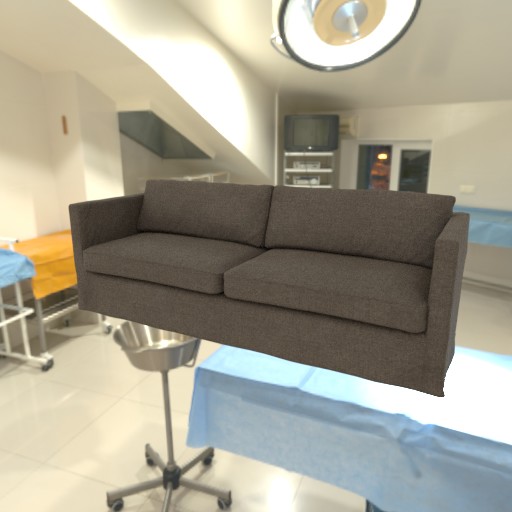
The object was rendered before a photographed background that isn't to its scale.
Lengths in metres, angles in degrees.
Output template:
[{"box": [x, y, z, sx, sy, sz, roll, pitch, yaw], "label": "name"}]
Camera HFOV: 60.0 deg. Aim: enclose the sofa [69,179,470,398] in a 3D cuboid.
[{"box": [0.000, 0.000, 3.258, 2.779, 0.998, 1.036, 8, 17, 27], "label": "sofa"}]
